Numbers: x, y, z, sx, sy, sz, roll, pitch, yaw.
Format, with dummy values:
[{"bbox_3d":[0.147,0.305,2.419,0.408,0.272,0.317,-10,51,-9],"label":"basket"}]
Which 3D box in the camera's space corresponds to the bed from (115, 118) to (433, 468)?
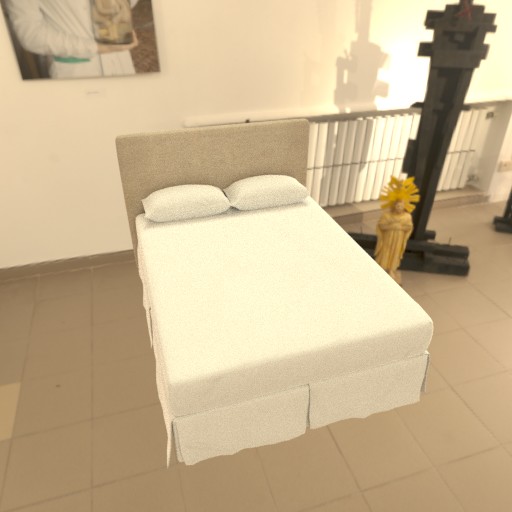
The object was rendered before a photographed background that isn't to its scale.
[{"bbox_3d":[0.000,0.000,3.219,1.713,1.330,2.162,-10,34,-15],"label":"bed"}]
